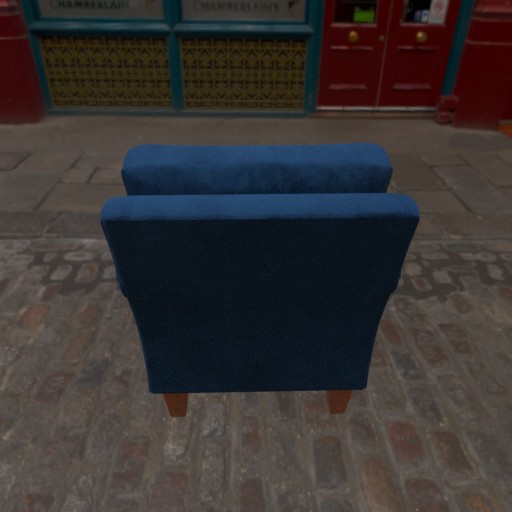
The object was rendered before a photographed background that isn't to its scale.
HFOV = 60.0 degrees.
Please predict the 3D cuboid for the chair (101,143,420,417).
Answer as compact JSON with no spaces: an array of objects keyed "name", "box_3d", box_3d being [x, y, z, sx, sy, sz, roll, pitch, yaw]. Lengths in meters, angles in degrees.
[{"name":"chair","box_3d":[0.000,0.000,1.815,0.895,1.076,1.078,-1,31,-1]}]
